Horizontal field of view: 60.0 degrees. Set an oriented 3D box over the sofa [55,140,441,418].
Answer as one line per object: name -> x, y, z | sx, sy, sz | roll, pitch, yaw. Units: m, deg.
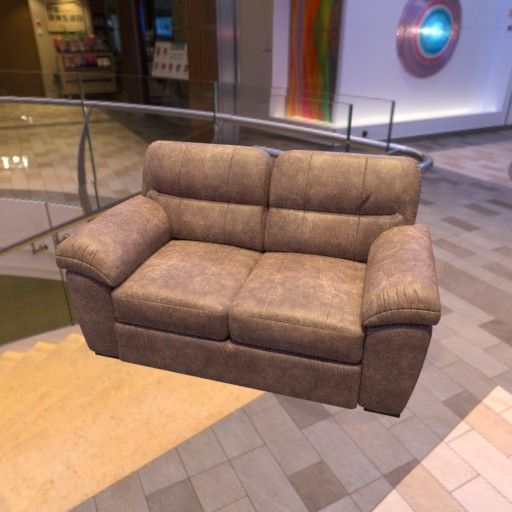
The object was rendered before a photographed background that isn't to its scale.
sofa -> 0.000, 0.000, 2.348 | 1.753, 0.991, 0.991 | 7, 27, 15
